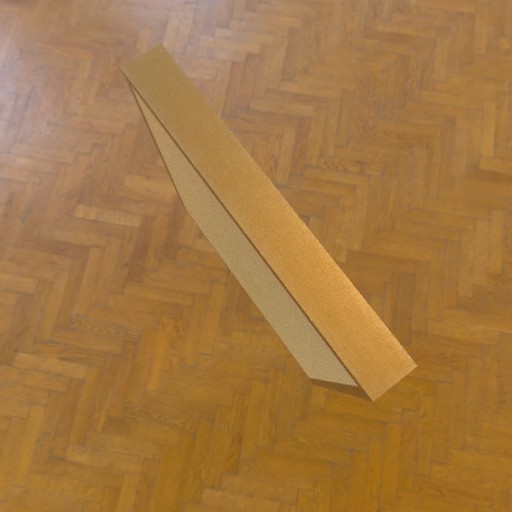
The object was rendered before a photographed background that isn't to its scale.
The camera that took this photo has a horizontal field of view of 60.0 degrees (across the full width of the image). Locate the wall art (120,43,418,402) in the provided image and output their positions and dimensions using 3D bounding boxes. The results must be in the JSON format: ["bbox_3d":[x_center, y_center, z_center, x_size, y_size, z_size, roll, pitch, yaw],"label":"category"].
[{"bbox_3d":[0.000,0.000,0.463,0.038,0.305,0.306,-35,78,-8],"label":"wall art"}]
